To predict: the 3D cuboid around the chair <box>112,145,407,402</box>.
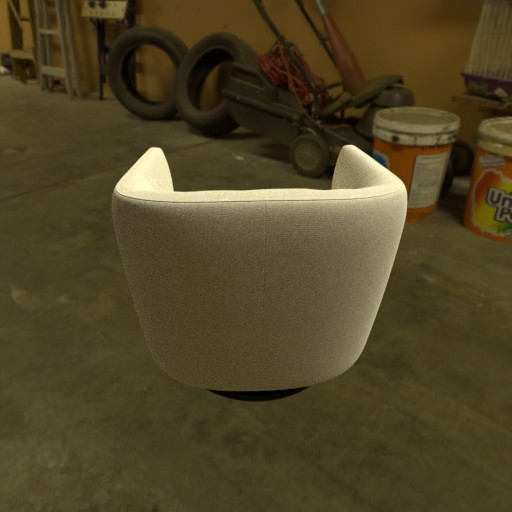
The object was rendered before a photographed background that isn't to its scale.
[{"bbox_3d":[0.000,0.000,1.609,0.822,0.861,0.986,-1,30,-2],"label":"chair"}]
